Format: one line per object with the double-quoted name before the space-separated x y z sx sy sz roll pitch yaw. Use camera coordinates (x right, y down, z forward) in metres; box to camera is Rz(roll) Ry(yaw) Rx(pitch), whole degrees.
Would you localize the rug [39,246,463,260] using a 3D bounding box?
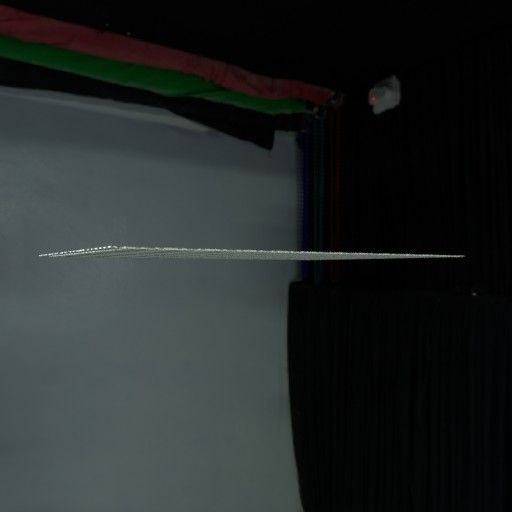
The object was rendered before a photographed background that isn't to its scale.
"rug" 0.000 0.000 2.967 2.410 0.011 1.539 1 -2 -35
